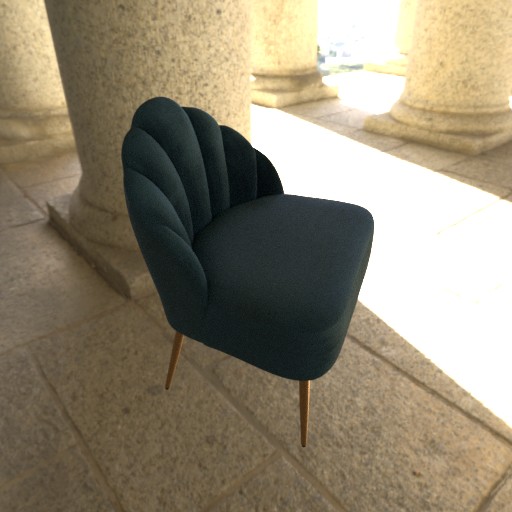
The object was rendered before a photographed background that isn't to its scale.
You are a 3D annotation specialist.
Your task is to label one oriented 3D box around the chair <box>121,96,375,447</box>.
[{"bbox_3d":[0.000,0.000,1.259,0.599,0.819,0.657,11,33,18],"label":"chair"}]
